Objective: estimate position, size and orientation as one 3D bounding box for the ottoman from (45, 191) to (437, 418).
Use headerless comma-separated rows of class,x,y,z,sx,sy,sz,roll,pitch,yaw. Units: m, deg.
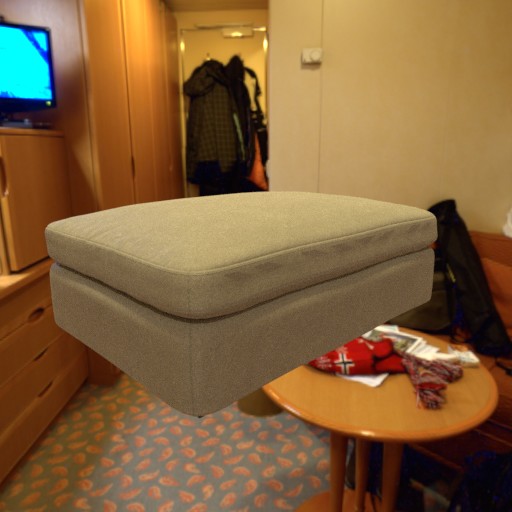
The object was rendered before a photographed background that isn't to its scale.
ottoman,0.000,0.000,1.600,1.199,0.429,0.840,-13,19,-43
